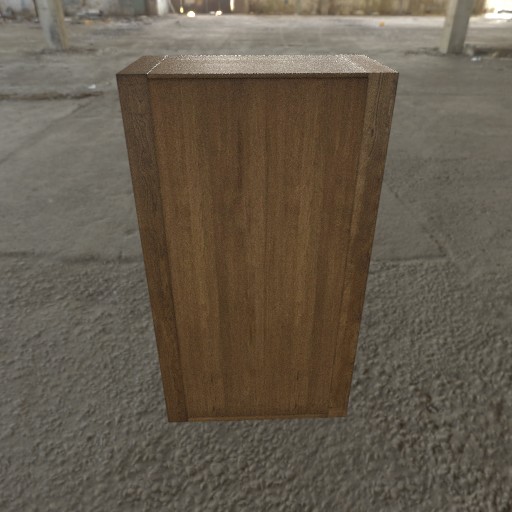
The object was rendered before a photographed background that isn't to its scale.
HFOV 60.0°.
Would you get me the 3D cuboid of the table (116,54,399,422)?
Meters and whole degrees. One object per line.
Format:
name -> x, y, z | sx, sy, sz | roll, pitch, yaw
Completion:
table -> 0.000, 0.000, 2.483 | 1.100, 2.000, 0.600 | -1, 31, -2
